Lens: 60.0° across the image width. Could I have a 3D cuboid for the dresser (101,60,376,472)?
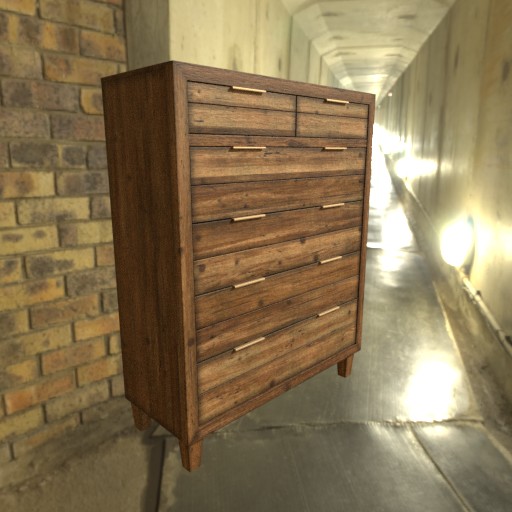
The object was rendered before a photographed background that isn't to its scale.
[{"bbox_3d":[0.000,0.000,1.890,1.067,1.359,0.438,-13,18,-43],"label":"dresser"}]
